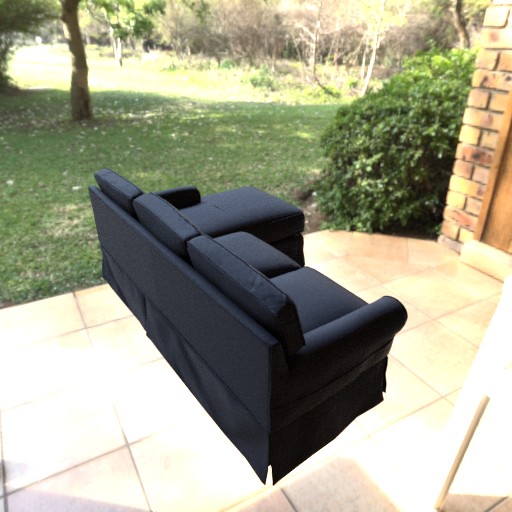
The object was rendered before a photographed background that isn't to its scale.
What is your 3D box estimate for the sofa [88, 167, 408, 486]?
[{"bbox_3d":[0.000,0.000,3.241,1.637,1.039,2.518,-18,33,-31],"label":"sofa"}]
